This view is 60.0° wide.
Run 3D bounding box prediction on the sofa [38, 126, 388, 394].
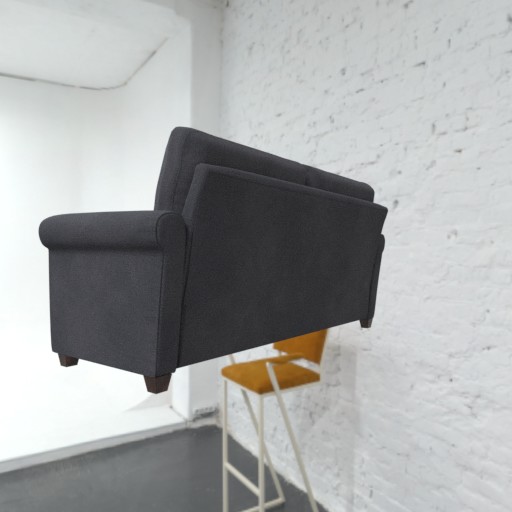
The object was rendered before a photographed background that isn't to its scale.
[{"bbox_3d":[0.000,0.000,2.380,0.842,0.942,1.935,0,0,38],"label":"sofa"}]
